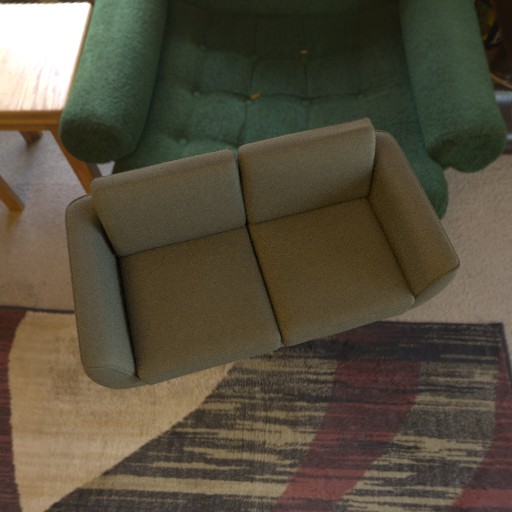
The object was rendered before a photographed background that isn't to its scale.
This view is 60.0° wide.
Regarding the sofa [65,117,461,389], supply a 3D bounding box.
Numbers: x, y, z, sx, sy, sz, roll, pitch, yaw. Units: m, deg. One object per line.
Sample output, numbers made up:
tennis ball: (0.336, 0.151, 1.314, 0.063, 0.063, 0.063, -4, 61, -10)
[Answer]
sofa: (0.000, 0.000, 2.210, 1.700, 0.850, 0.920, -14, 64, -7)
